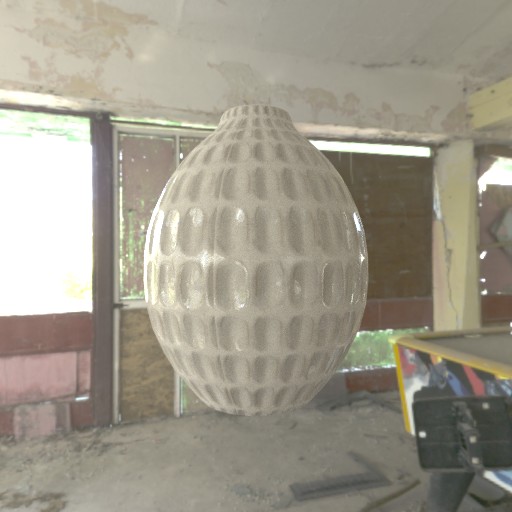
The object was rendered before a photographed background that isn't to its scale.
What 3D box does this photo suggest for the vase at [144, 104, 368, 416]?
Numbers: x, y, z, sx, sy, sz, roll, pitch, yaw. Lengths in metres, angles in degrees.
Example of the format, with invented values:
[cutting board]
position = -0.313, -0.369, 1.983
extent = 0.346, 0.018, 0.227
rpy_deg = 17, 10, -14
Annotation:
[vase]
position = 0.000, 0.000, 0.261
extent = 0.128, 0.167, 0.128
rpy_deg = 0, 0, 0
